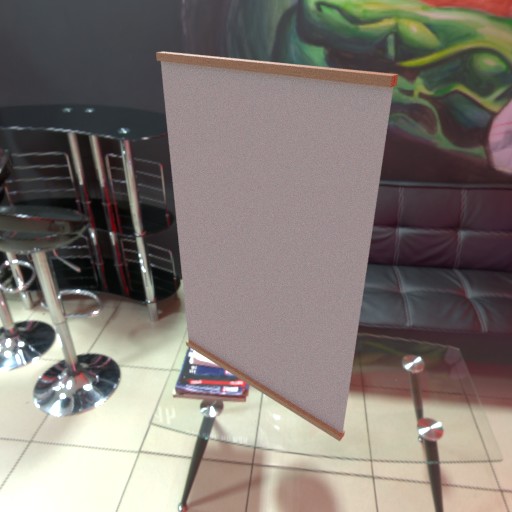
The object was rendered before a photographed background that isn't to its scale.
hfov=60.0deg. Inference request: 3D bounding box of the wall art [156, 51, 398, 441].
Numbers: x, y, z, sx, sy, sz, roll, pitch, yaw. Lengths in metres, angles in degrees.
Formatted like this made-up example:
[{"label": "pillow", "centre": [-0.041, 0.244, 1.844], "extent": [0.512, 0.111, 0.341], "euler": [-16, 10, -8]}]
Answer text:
[{"label": "wall art", "centre": [0.000, 0.000, 1.868], "extent": [0.991, 1.510, 0.040], "euler": [22, 37, 33]}]
